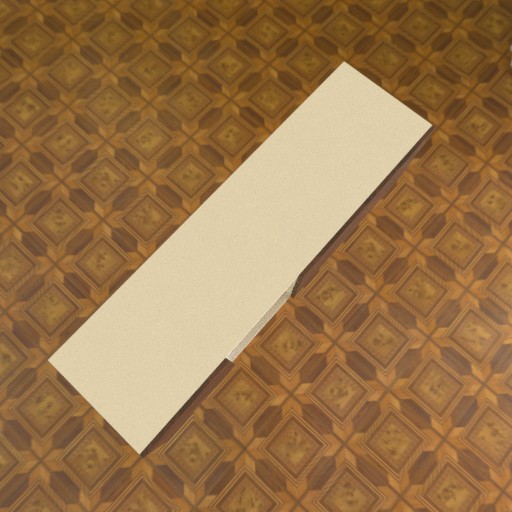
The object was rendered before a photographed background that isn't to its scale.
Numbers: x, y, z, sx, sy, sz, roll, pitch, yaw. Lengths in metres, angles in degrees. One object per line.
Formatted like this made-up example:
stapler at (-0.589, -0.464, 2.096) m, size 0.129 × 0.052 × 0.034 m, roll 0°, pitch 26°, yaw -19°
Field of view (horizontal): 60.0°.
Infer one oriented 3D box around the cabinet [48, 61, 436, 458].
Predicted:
cabinet at (0.000, 0.000, 1.772) m, size 0.431 × 0.533 × 1.499 m, roll 41°, pitch 78°, yaw 10°
